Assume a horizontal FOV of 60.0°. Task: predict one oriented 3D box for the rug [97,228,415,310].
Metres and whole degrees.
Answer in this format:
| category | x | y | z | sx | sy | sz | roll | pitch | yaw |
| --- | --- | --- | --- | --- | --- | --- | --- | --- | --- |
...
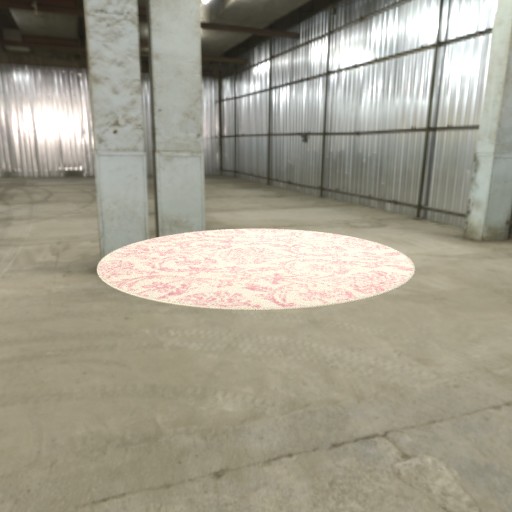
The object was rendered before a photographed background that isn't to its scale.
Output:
| category | x | y | z | sx | sy | sz | roll | pitch | yaw |
| --- | --- | --- | --- | --- | --- | --- | --- | --- | --- |
| rug | 0.000 | 0.000 | 2.349 | 1.593 | 0.012 | 1.593 | 0 | 14 | 0 |
